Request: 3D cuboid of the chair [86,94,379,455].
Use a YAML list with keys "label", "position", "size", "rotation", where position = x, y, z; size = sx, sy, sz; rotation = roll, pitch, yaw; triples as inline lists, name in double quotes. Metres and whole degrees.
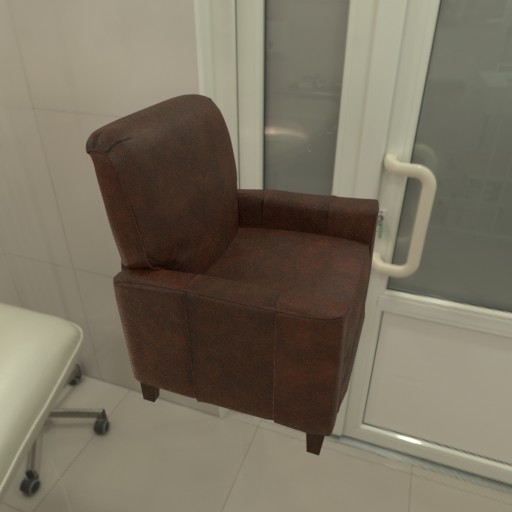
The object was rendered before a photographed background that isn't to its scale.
- label: "chair"
  position: [0.000, 0.000, 1.671]
  size: [0.836, 1.043, 0.843]
  rotation: [11, 33, 17]
